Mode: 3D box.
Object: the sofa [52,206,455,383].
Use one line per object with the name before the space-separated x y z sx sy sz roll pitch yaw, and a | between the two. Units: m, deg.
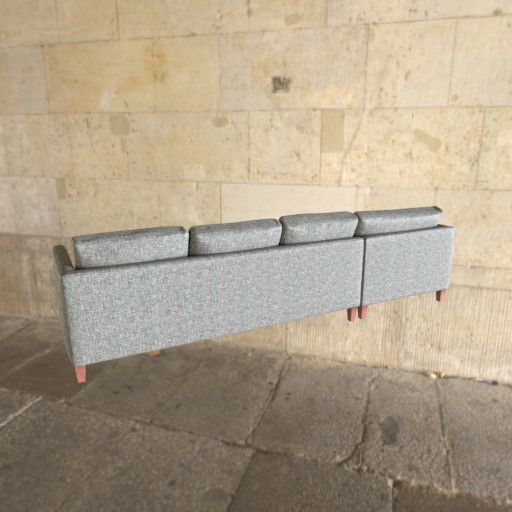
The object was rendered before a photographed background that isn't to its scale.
sofa | 0.000 0.000 4.180 3.485 0.960 1.635 -7 16 -26
